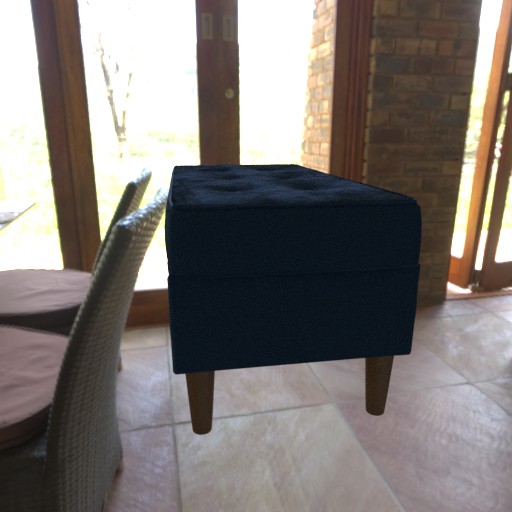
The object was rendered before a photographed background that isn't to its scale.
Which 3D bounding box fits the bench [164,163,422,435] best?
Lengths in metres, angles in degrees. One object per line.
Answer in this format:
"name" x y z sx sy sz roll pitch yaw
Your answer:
"bench" 0.000 0.000 1.311 0.489 0.467 1.010 -3 16 -9
